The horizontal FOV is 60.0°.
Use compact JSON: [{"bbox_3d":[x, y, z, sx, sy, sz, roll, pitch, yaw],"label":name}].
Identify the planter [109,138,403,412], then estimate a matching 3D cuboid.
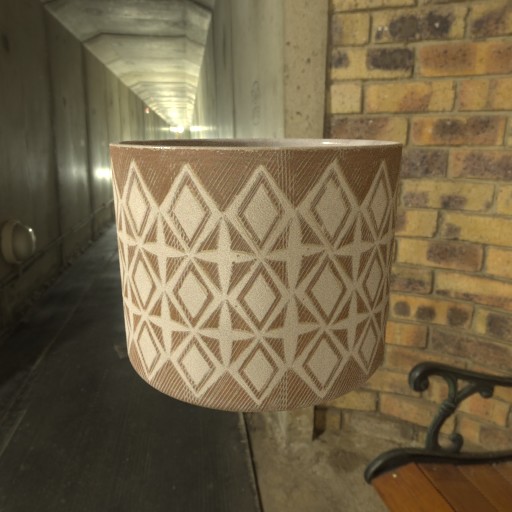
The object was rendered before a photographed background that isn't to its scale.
[{"bbox_3d":[0.000,0.000,0.328,0.193,0.165,0.193,0,16,0],"label":"planter"}]
